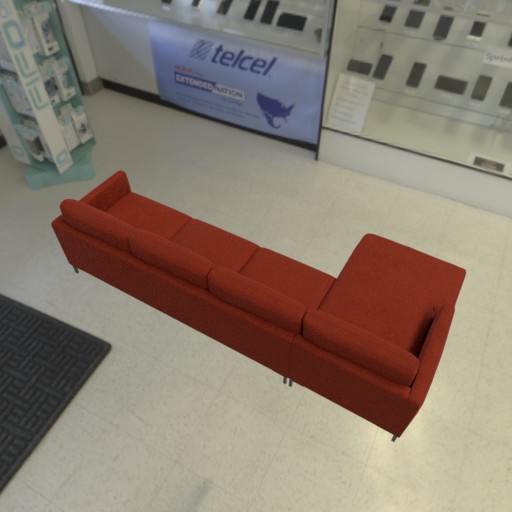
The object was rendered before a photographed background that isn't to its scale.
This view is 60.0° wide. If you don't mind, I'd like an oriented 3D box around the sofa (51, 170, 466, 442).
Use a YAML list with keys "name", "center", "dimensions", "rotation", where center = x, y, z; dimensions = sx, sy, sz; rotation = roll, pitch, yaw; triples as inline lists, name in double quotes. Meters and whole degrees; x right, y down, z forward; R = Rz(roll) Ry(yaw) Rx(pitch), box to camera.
- name: "sofa"
  center: [0.000, 0.000, 2.899]
  dimensions: [2.467, 0.663, 1.136]
  rotation: [23, 52, 20]
